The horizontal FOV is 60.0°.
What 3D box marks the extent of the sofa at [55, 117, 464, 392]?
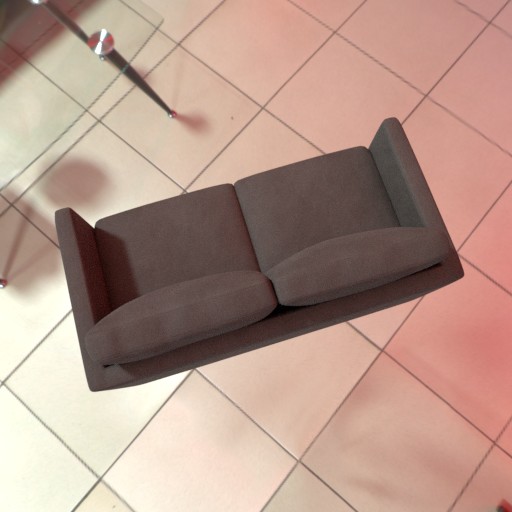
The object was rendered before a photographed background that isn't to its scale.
[{"bbox_3d":[0.000,0.000,2.448,1.884,0.963,0.950,-16,76,-4],"label":"sofa"}]
